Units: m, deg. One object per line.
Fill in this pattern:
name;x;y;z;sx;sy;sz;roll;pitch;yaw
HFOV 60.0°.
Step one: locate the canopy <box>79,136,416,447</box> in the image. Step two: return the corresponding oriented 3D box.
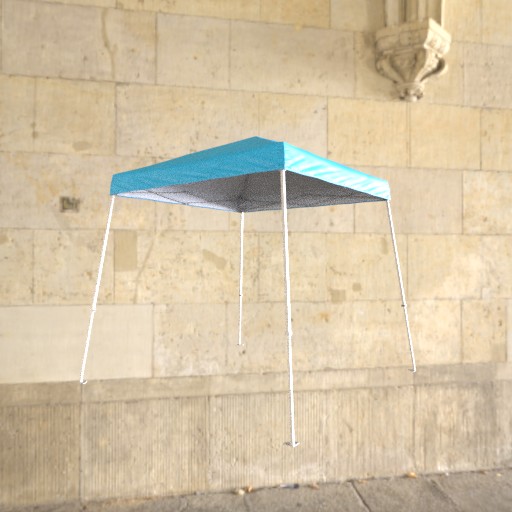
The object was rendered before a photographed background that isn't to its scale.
canopy;0.000;0.000;5.264;2.848;2.849;2.849;0;-1;37
